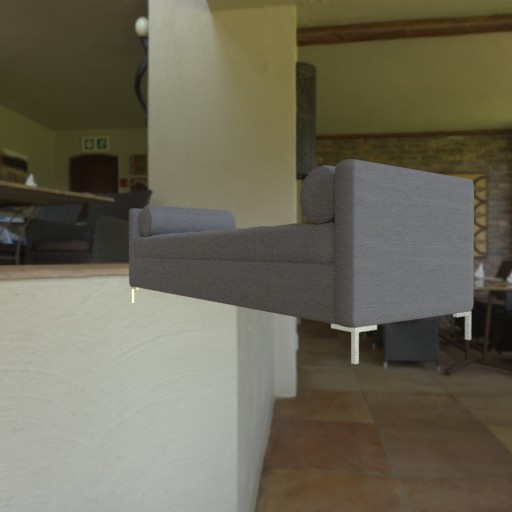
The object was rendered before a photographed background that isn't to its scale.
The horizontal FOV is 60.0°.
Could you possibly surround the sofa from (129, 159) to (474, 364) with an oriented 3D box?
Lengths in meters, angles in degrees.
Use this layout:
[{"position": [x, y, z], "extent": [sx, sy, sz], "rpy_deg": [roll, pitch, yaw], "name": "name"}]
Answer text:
[{"position": [0.000, 0.000, 2.330], "extent": [0.686, 0.635, 1.981], "rpy_deg": [0, 1, -35], "name": "sofa"}]
